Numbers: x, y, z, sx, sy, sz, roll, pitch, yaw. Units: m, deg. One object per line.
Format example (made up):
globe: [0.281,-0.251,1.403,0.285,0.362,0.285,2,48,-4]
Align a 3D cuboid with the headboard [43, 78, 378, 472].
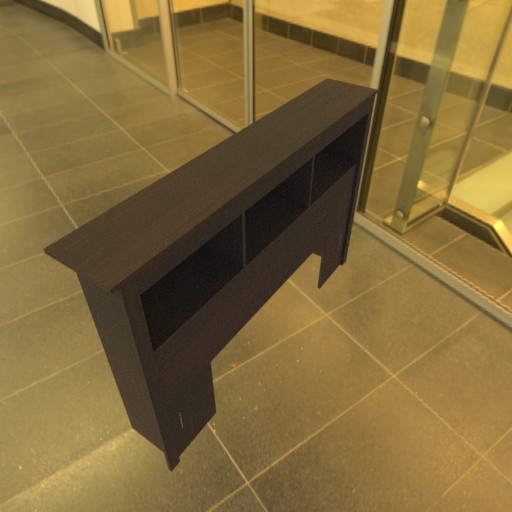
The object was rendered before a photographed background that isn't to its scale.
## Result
headboard: [0.000,0.000,2.050,0.279,1.092,1.671,25,46,26]
